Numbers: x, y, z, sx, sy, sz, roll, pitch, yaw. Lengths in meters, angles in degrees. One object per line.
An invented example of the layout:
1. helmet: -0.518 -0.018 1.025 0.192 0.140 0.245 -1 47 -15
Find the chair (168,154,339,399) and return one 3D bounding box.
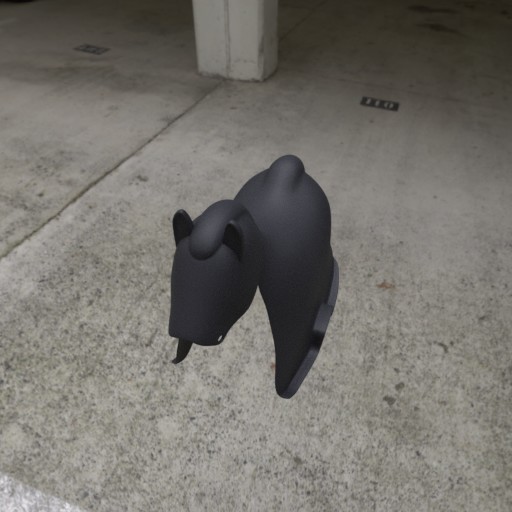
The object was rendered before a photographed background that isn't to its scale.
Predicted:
1. chair: 0.000 0.000 1.190 0.429 0.612 0.800 13 42 15
